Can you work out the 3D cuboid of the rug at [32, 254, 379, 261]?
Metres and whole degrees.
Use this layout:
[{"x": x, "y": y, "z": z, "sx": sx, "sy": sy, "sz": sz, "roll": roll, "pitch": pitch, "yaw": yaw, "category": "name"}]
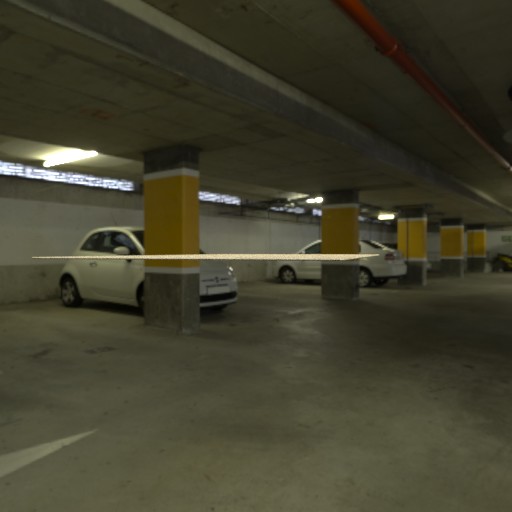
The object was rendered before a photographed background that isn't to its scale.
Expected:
[{"x": 0.000, "y": 0.000, "z": 3.080, "sx": 1.529, "sy": 0.009, "sz": 2.446, "roll": 0, "pitch": 1, "yaw": 19, "category": "rug"}]
